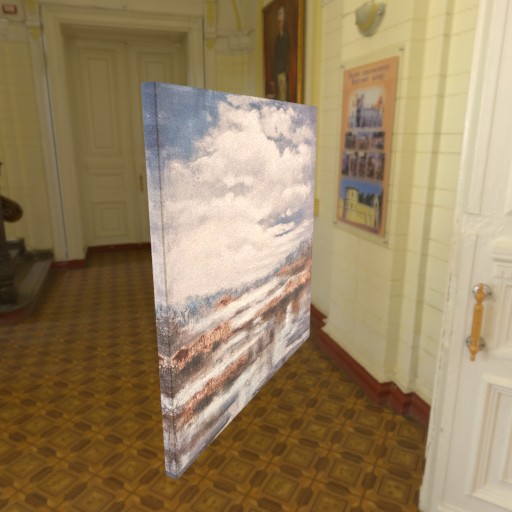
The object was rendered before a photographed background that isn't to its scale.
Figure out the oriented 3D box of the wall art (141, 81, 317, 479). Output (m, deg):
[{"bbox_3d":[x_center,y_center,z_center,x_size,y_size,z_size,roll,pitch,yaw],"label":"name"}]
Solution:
[{"bbox_3d":[0.000,0.000,1.516,0.040,1.020,1.010,8,17,26],"label":"wall art"}]
